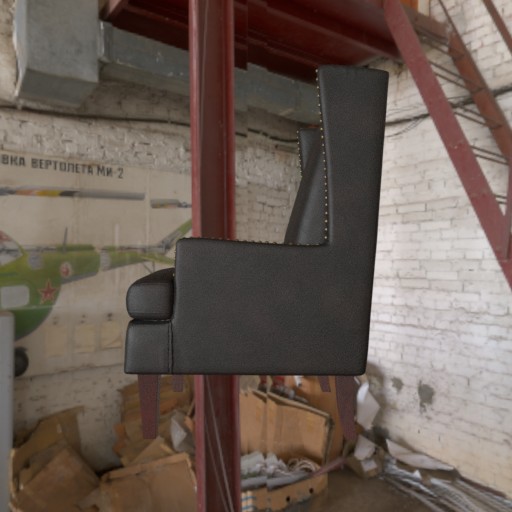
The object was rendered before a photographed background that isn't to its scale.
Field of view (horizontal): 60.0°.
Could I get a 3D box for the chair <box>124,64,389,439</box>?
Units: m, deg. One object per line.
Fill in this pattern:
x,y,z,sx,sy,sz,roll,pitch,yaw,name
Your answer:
0.000,0.000,1.645,0.799,1.142,0.703,0,-1,0,chair
